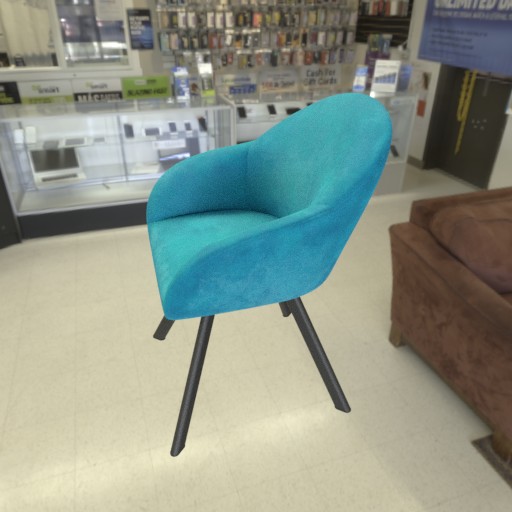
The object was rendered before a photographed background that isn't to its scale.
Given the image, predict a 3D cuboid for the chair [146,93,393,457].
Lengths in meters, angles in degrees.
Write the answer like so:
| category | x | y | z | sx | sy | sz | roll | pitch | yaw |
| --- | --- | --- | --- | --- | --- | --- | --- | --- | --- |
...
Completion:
| category | x | y | z | sx | sy | sz | roll | pitch | yaw |
| --- | --- | --- | --- | --- | --- | --- | --- | --- | --- |
| chair | 0.000 | 0.000 | 1.184 | 0.590 | 0.795 | 0.550 | -8 | 31 | -14 |
